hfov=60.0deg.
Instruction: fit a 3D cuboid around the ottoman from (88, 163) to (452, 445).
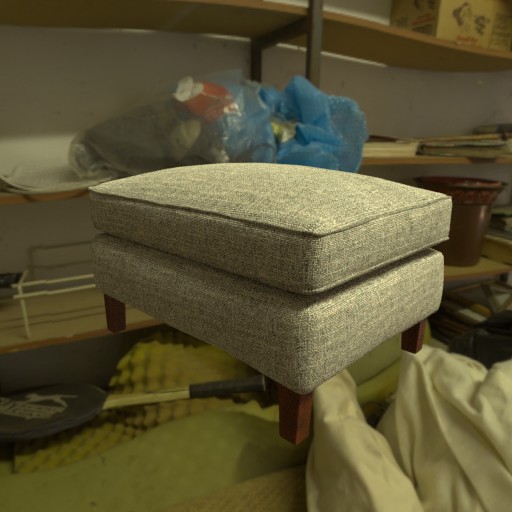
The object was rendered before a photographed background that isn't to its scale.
[{"bbox_3d":[0.000,0.000,0.998,0.686,0.406,0.508,15,22,42],"label":"ottoman"}]
